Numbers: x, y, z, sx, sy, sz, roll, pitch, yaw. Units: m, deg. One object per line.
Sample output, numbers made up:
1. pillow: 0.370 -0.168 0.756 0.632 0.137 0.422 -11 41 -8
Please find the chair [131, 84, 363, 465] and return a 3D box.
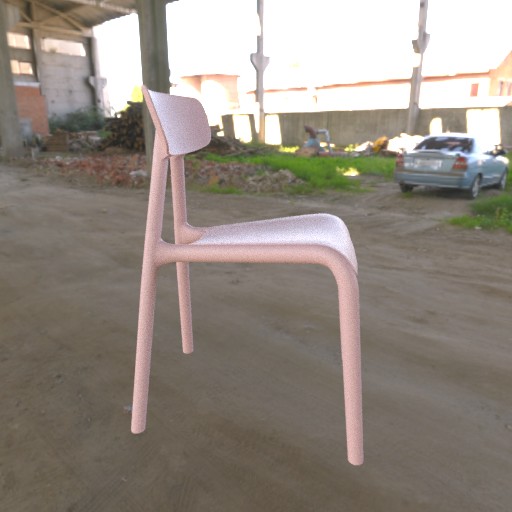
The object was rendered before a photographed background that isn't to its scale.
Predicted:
1. chair: 0.000 0.000 0.823 0.401 0.580 0.356 2 16 9
